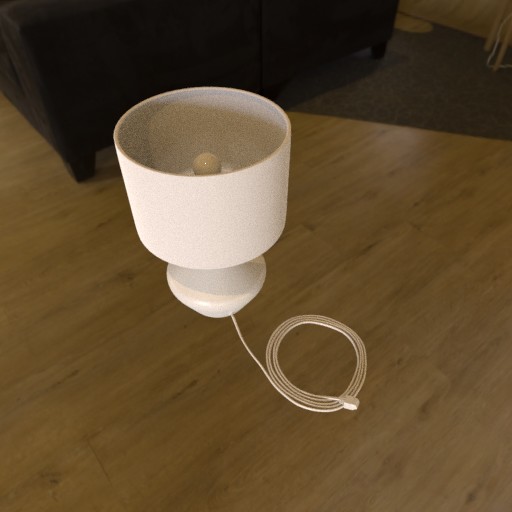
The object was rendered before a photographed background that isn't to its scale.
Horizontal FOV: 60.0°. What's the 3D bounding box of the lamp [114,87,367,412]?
[{"bbox_3d":[0.000,0.000,0.867,0.401,0.457,0.546,-17,48,-16],"label":"lamp"}]
